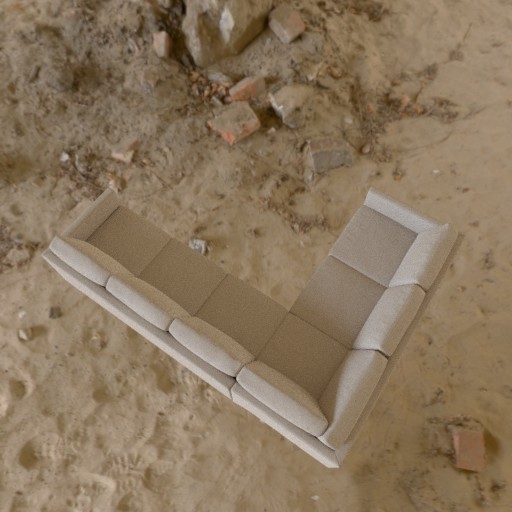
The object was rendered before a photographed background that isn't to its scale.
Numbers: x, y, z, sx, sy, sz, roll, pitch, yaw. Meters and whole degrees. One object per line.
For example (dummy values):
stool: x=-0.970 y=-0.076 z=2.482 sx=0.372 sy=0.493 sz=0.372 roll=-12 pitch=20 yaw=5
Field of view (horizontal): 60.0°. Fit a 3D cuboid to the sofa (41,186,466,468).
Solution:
sofa: x=0.000 y=0.000 z=4.354 sx=3.182 sy=0.863 sz=2.432 roll=32 pitch=68 yaw=14
